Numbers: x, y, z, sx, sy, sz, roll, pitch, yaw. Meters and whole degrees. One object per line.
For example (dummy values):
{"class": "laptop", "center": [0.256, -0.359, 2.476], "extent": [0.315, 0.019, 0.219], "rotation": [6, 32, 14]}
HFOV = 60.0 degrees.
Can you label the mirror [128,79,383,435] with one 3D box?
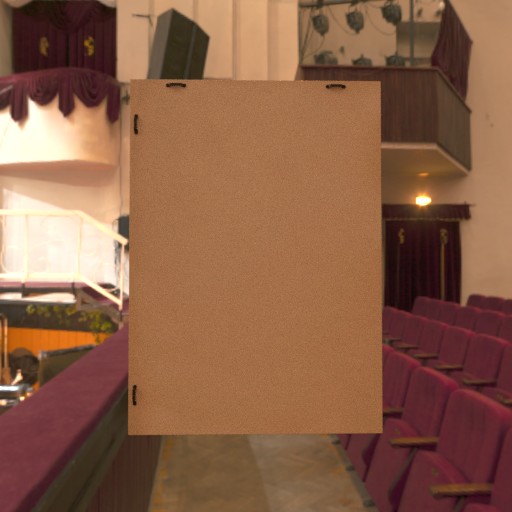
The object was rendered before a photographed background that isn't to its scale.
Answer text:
{"class": "mirror", "center": [0.000, 0.000, 0.904], "extent": [0.507, 0.710, 0.039], "rotation": [0, -1, -1]}
